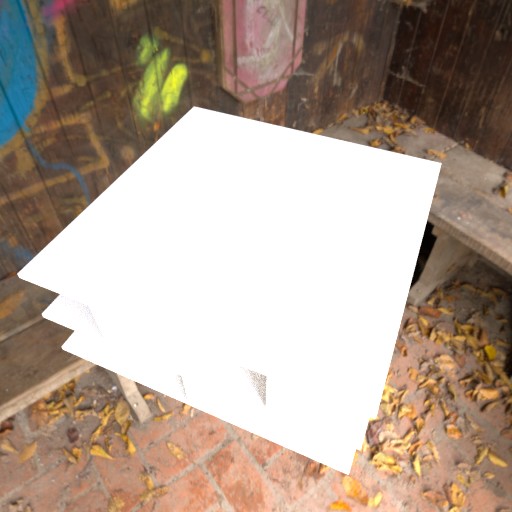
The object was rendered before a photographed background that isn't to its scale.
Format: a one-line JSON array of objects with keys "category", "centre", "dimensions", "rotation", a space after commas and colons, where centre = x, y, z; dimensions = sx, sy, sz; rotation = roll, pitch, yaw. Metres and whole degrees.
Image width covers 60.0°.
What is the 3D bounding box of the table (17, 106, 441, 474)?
[{"category": "table", "centre": [0.000, 0.000, 1.084], "dimensions": [0.700, 0.289, 0.700], "rotation": [18, 50, 16]}]
